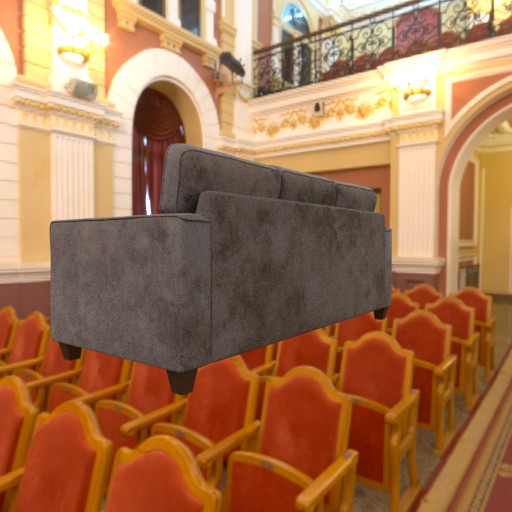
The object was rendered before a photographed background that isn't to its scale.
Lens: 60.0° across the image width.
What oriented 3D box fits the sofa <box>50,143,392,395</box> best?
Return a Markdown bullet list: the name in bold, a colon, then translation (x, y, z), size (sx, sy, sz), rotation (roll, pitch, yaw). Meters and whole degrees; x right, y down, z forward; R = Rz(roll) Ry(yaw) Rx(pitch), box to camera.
- **sofa**: translation (0.000, 0.000, 2.688), size (0.939, 0.965, 2.133), rotation (1, 2, 37)
